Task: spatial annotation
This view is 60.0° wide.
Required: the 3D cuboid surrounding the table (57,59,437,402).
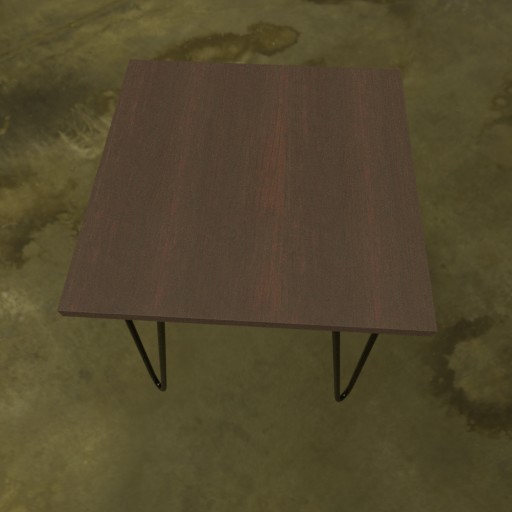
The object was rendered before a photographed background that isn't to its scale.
[{"bbox_3d":[0.000,0.000,0.938,0.495,0.559,0.495,3,62,2],"label":"table"}]
